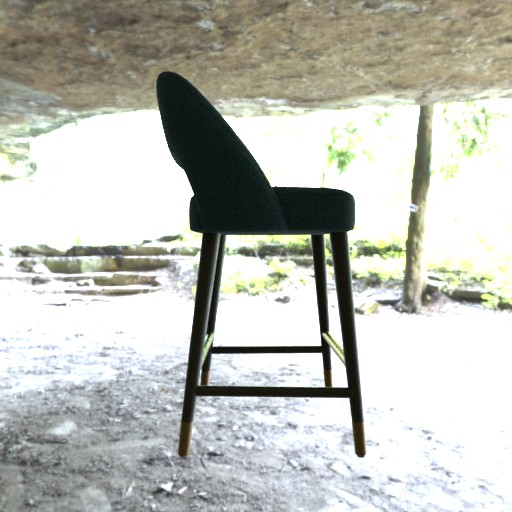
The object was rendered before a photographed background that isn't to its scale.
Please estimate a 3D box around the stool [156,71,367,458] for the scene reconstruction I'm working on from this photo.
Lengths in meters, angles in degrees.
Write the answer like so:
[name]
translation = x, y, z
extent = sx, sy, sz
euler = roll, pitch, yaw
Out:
[stool]
translation = 0.000, 0.000, 1.254
extent = 0.522, 0.939, 0.536
euler = 0, 2, 0
